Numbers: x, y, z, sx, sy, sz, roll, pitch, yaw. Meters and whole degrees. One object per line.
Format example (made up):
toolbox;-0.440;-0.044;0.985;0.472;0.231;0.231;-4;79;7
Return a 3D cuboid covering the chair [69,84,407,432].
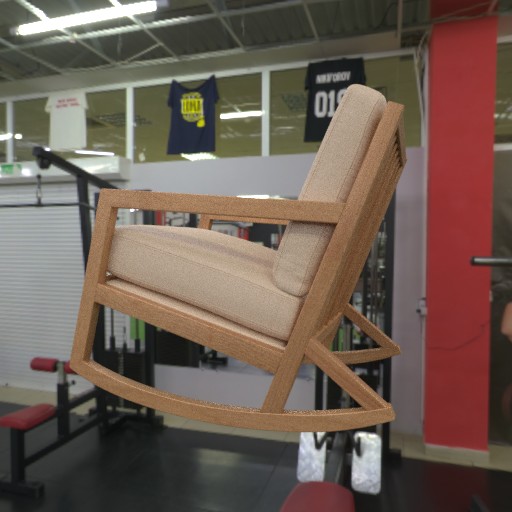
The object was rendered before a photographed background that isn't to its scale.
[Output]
chair;0.000;0.000;1.345;0.857;0.790;0.622;1;2;19
